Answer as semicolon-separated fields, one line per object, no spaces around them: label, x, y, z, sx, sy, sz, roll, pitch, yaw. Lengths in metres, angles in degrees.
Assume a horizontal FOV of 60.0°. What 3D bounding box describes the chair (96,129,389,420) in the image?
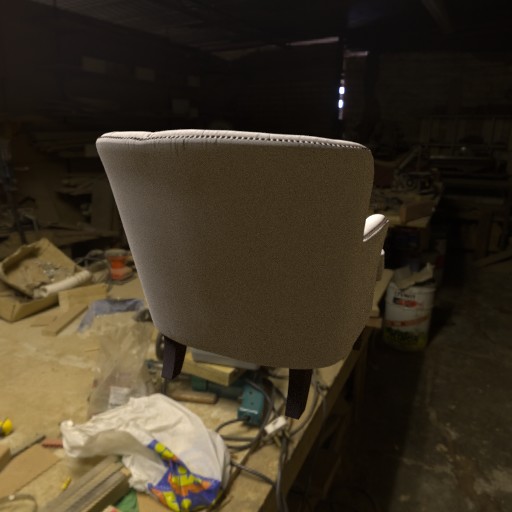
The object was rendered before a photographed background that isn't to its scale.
chair;0.000;0.000;1.565;0.848;0.868;0.906;8;19;26
